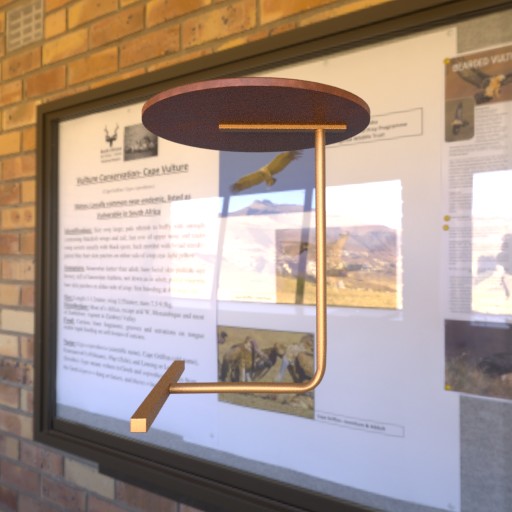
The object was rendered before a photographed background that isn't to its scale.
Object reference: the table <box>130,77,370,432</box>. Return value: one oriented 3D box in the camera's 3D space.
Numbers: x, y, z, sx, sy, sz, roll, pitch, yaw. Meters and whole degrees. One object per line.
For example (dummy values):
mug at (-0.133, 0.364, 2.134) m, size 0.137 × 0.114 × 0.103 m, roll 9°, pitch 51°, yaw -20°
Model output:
table at (0.000, 0.000, 1.144) m, size 0.577 × 0.706 × 0.530 m, roll 0°, pitch -1°, yaw -1°
